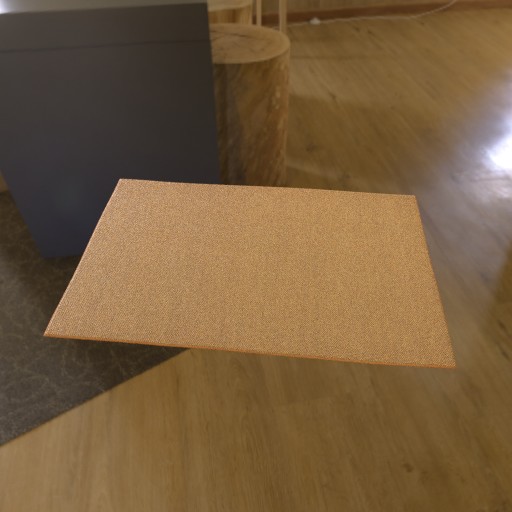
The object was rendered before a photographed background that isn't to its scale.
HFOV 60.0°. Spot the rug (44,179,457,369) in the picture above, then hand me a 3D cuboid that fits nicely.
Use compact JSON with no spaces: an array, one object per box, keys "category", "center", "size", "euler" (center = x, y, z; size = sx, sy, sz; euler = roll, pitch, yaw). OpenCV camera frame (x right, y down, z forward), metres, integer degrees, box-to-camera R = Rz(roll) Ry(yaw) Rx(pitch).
[{"category":"rug","center":[0.000,0.000,2.145],"size":[1.678,0.013,1.078],"euler":[4,47,4]}]
